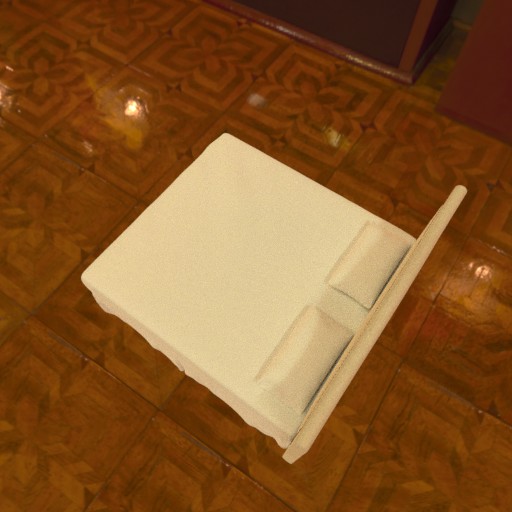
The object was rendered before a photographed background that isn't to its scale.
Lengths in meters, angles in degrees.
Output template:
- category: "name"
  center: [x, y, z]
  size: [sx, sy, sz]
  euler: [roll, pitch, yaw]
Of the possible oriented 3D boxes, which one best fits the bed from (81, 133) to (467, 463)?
- category: "bed"
  center: [0.000, 0.000, 3.534]
  size: [2.182, 1.421, 2.083]
  euler: [33, 67, 16]
